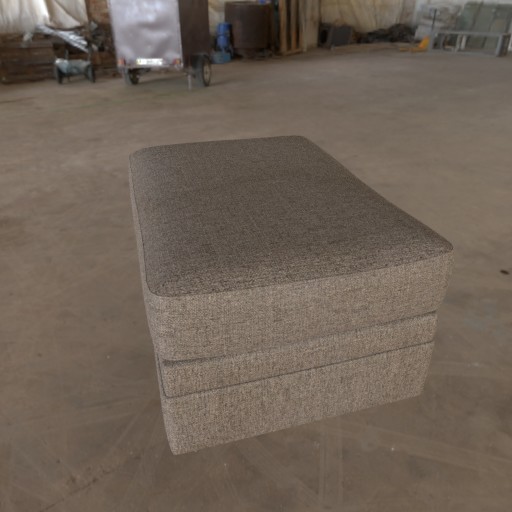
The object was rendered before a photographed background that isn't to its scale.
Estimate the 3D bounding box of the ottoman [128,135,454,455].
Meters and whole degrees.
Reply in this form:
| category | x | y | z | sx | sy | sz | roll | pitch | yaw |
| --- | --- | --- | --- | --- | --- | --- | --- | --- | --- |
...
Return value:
| category | x | y | z | sx | sy | sz | roll | pitch | yaw |
| --- | --- | --- | --- | --- | --- | --- | --- | --- | --- |
| ottoman | 0.000 | 0.000 | 1.256 | 0.637 | 0.478 | 0.885 | -8 | 31 | -14 |
